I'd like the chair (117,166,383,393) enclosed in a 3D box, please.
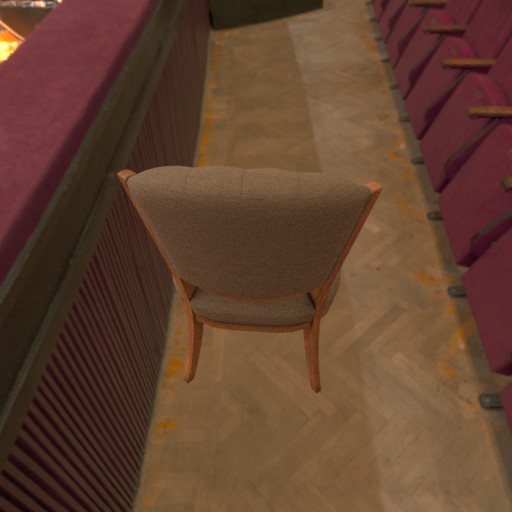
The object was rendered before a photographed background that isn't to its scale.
[{"bbox_3d":[0.000,0.000,1.254,0.513,0.905,0.584,3,46,3],"label":"chair"}]
